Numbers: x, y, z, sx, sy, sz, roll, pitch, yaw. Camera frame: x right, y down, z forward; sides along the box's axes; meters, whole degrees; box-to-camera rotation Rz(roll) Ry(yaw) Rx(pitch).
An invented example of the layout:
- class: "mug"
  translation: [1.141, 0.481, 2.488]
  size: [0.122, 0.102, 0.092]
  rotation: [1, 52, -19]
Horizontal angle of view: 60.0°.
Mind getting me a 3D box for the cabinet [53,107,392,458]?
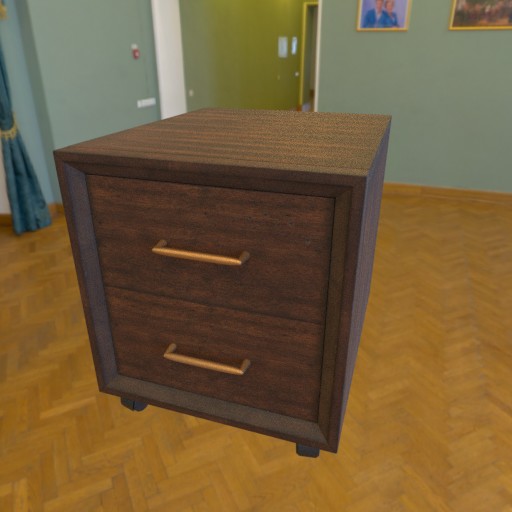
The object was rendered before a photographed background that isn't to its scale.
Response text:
- class: "cabinet"
  translation: [0.000, 0.000, 0.819]
  size: [0.402, 0.455, 0.500]
  rotation: [8, 26, 17]
